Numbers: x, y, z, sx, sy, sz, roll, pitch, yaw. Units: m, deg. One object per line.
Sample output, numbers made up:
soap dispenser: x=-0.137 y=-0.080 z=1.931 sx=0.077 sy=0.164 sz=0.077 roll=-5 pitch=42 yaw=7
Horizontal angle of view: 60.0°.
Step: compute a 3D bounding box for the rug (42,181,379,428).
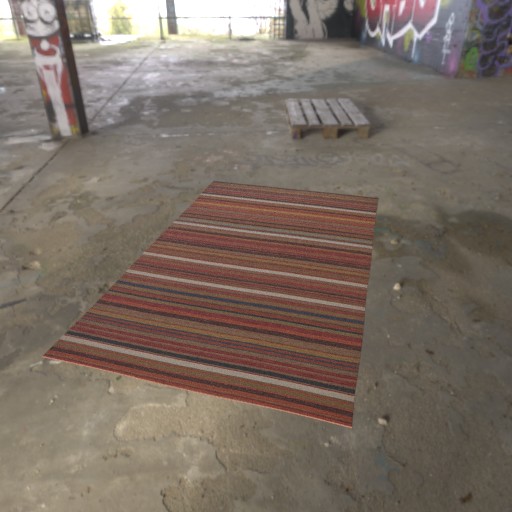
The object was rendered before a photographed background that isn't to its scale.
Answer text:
rug: x=0.000 y=0.000 z=3.022 sx=1.523 sy=0.008 sz=2.438 roll=8 pitch=32 yaw=13
